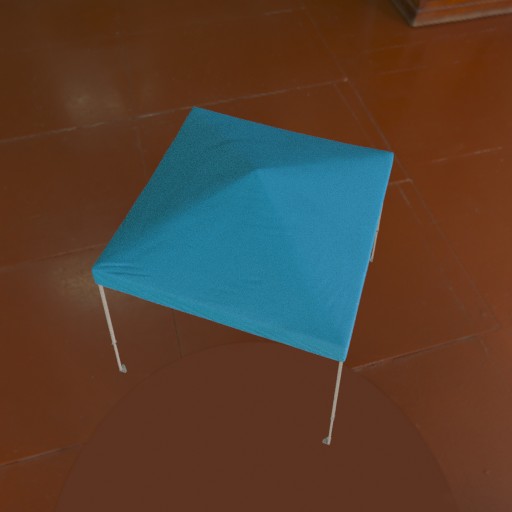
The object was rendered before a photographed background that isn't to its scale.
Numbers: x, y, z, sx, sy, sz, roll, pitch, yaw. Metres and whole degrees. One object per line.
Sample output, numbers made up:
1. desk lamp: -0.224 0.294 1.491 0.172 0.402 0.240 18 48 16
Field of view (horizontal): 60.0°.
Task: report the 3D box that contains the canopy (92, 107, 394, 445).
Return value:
1. canopy: 0.000 0.000 5.145 2.849 2.849 2.848 16 59 10
